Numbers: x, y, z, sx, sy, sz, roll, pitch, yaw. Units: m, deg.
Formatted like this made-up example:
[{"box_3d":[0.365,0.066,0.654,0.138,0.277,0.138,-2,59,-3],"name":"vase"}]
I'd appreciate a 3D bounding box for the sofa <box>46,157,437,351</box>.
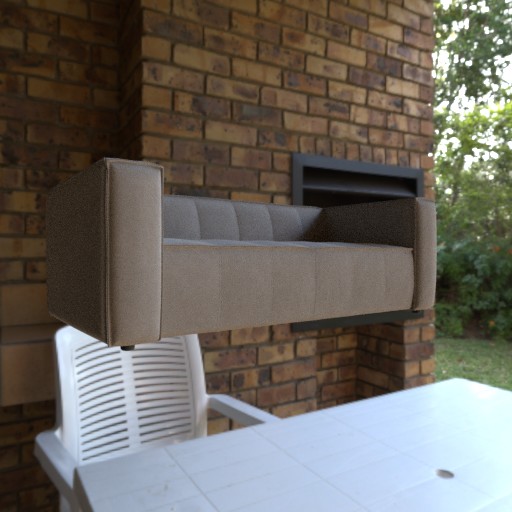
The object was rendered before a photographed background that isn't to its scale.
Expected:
[{"box_3d":[0.000,0.000,2.453,1.995,0.680,1.038,0,0,-36],"name":"sofa"}]
